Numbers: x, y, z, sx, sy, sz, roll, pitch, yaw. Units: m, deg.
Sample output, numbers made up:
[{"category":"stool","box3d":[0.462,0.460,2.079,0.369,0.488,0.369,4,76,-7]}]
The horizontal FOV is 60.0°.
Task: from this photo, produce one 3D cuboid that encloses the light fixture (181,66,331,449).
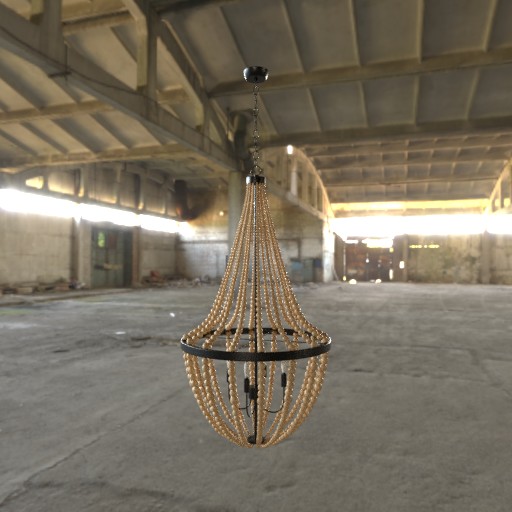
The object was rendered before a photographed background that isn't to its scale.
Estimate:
[{"category":"light fixture","box3d":[0.000,0.000,1.353,0.450,1.133,0.450,0,-1,0]}]
